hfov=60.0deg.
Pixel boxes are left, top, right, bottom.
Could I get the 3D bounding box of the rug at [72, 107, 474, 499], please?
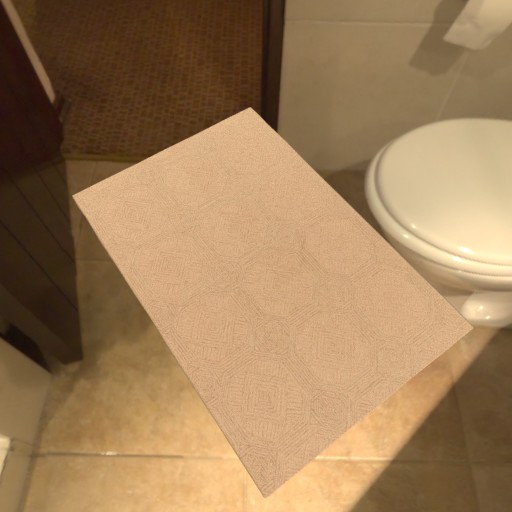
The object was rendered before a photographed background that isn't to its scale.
[{"bbox_3d":[0.000,0.000,2.295,1.236,0.009,1.839,-32,65,-17],"label":"rug"}]
